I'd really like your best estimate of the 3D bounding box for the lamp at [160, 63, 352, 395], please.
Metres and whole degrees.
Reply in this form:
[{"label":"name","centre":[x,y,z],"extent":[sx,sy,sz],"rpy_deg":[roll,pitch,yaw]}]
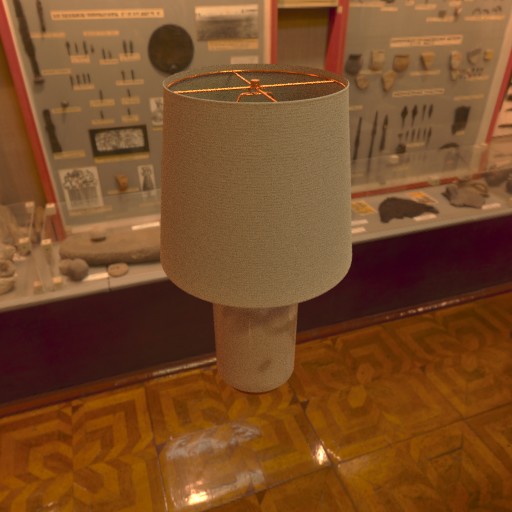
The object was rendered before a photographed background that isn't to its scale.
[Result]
[{"label":"lamp","centre":[0.000,0.000,0.451],"extent":[0.189,0.340,0.189],"rpy_deg":[0,33,0]}]
